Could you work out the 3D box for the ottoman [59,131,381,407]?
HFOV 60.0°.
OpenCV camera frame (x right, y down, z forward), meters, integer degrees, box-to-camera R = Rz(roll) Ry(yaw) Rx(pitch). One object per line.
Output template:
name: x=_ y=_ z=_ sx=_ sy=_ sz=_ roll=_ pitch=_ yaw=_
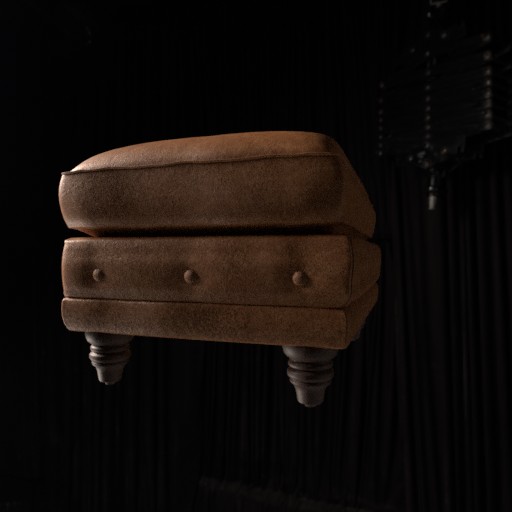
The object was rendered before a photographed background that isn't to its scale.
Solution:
ottoman: x=0.000 y=0.000 z=1.044 sx=0.533 sy=0.480 sz=0.710 roll=0 pitch=0 yaw=19
